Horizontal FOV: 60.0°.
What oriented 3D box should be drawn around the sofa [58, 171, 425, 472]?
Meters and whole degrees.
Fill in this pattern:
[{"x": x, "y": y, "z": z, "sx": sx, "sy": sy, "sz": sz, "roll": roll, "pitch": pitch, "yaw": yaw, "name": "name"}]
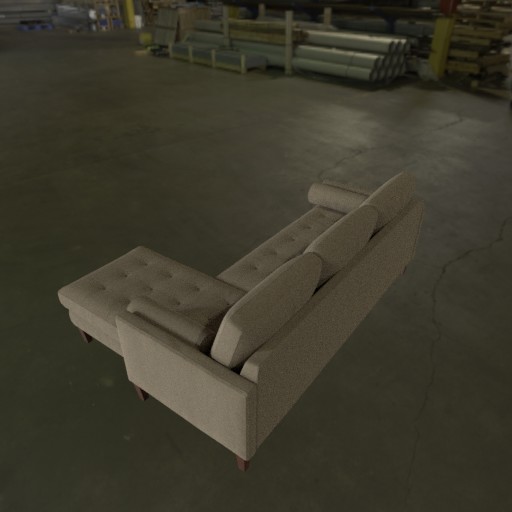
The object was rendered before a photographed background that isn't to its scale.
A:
[{"x": 0.000, "y": 0.000, "z": 2.970, "sx": 1.506, "sy": 0.875, "sz": 2.178, "roll": 22, "pitch": 38, "yaw": 30, "name": "sofa"}]
